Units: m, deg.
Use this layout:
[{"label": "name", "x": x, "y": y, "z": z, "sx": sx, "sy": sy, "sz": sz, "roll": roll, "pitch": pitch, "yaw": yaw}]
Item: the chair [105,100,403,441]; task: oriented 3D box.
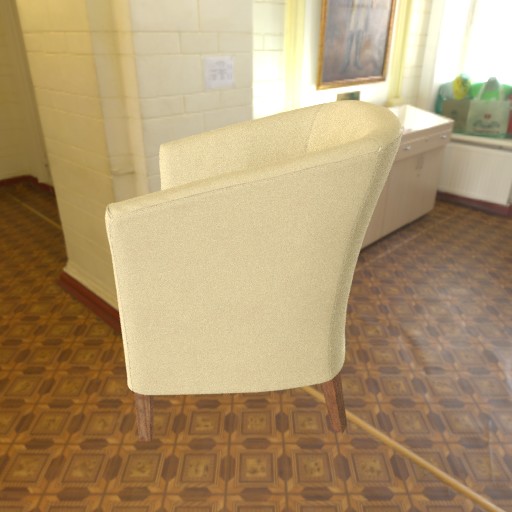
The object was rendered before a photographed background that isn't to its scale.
[{"label": "chair", "x": 0.000, "y": 0.000, "z": 1.277, "sx": 0.657, "sy": 0.822, "sz": 0.643, "roll": 0, "pitch": 26, "yaw": 0}]
